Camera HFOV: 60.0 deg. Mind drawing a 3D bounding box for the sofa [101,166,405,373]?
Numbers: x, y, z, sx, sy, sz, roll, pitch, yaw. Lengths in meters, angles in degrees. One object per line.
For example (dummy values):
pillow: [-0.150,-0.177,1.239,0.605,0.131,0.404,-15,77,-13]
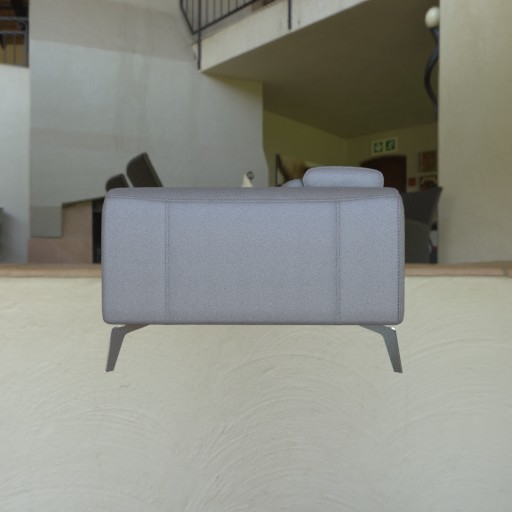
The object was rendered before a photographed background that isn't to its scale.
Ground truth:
sofa: [0.000,0.000,2.399,1.024,0.753,1.930,0,1,1]
